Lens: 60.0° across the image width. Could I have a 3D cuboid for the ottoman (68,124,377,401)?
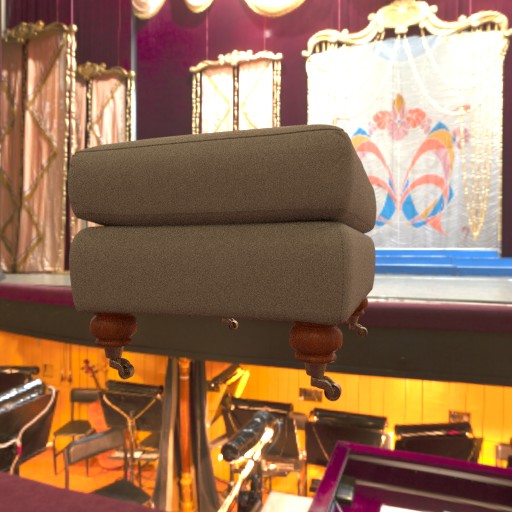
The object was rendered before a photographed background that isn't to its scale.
[{"bbox_3d":[0.000,0.000,1.144,0.569,0.499,0.773,0,0,18],"label":"ottoman"}]
